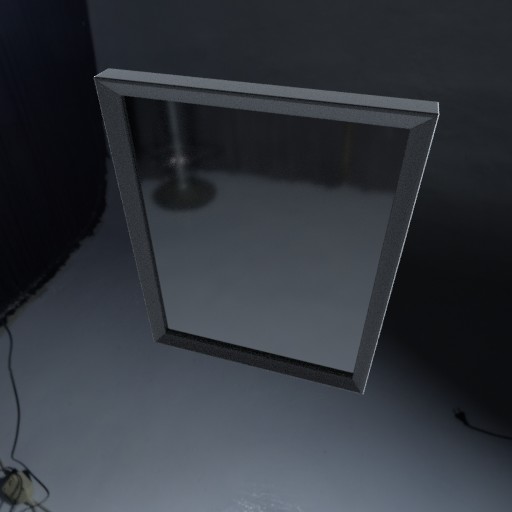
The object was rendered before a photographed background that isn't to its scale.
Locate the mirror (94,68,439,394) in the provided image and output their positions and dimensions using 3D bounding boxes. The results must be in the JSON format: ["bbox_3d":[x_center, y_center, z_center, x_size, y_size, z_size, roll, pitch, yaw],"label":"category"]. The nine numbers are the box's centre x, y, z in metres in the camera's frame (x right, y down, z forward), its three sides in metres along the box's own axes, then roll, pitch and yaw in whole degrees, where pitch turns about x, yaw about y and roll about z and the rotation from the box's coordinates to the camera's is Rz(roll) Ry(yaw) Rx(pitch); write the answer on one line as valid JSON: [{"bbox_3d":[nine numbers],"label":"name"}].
[{"bbox_3d":[0.000,0.000,0.679,0.406,0.509,0.041,11,41,13],"label":"mirror"}]
